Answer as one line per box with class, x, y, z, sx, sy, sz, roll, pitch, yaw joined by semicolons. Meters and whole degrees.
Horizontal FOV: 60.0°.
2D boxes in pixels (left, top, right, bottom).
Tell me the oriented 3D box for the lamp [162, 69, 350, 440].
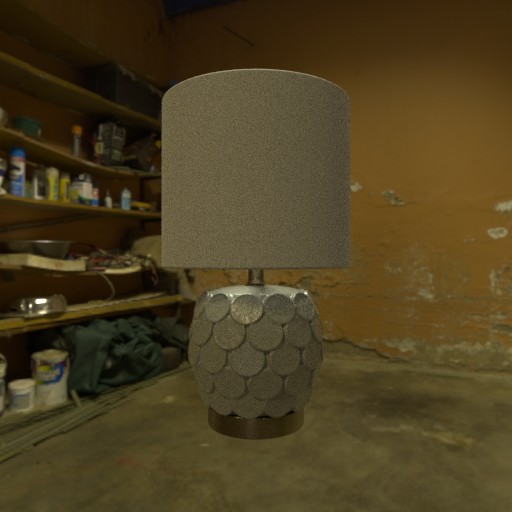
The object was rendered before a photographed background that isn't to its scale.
lamp;0.000;0.000;0.610;0.254;0.452;0.254;0;0;0
